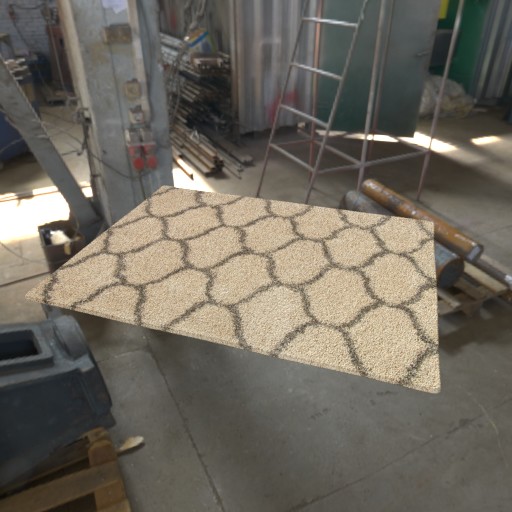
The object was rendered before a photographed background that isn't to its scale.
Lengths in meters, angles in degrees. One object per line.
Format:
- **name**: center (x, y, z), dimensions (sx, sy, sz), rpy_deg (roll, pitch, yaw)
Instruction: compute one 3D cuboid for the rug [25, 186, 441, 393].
- **rug**: center (0.000, 0.000, 2.075), dimensions (1.600, 0.025, 1.200), rpy_deg (10, 33, 15)
